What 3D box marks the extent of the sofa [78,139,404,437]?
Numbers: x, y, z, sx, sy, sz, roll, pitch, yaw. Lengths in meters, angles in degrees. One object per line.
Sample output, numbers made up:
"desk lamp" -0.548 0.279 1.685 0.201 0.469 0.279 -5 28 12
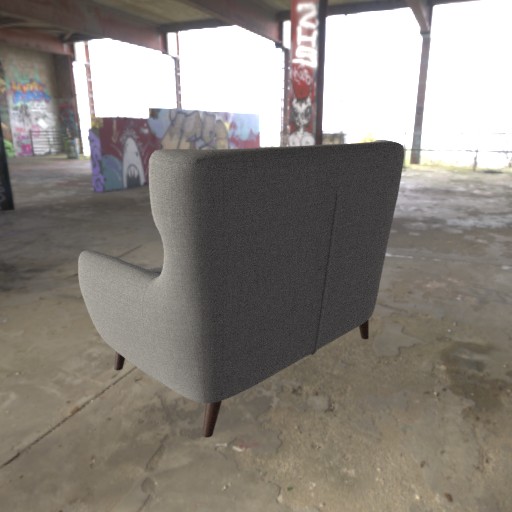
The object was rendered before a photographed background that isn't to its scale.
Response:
"sofa" 0.000 0.000 2.052 0.884 1.028 1.386 16 23 42
